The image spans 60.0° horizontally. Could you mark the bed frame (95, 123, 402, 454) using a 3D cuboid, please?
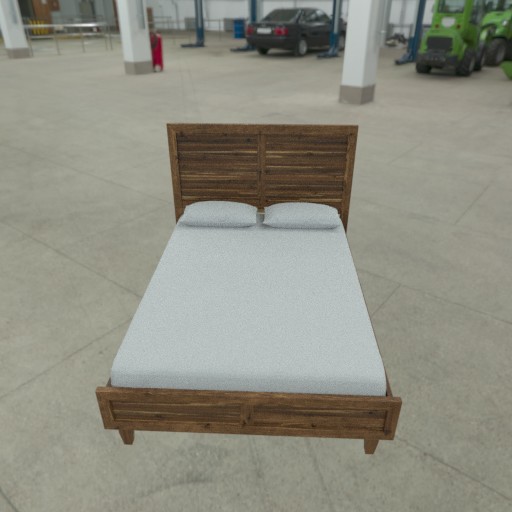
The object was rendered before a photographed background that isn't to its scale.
[{"bbox_3d":[0.000,0.000,3.307,1.696,1.417,2.276,1,30,2],"label":"bed frame"}]
